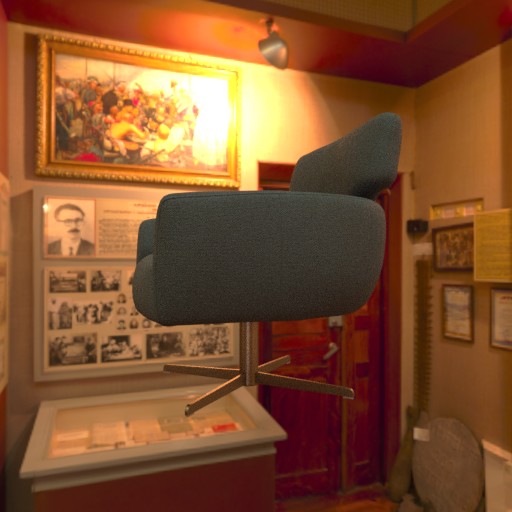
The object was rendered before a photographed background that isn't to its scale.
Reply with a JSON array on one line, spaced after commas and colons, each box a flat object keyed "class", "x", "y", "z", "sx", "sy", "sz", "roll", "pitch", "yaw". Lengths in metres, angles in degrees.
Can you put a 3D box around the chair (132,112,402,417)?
[{"class": "chair", "x": 0.000, "y": 0.000, "z": 1.419, "sx": 0.761, "sy": 0.813, "sz": 0.738, "roll": 0, "pitch": -1, "yaw": -18}]
